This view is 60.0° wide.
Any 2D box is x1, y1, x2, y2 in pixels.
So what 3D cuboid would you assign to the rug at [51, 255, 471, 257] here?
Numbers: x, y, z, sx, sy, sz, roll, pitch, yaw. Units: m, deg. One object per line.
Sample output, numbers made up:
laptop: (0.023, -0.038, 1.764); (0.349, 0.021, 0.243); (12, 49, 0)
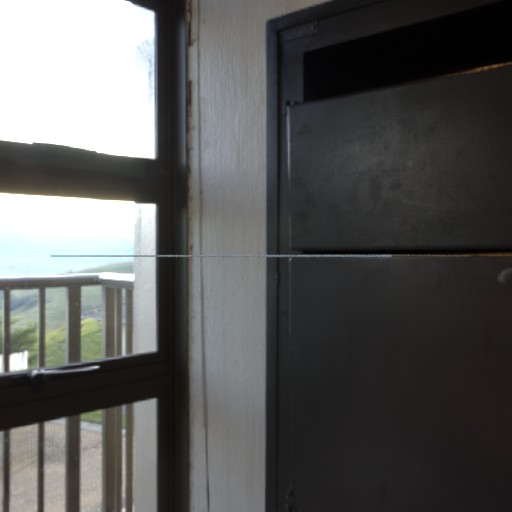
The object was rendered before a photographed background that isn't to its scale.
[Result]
rug: (0.000, 0.000, 2.205); (1.752, 0.006, 1.142); (0, 0, 36)
